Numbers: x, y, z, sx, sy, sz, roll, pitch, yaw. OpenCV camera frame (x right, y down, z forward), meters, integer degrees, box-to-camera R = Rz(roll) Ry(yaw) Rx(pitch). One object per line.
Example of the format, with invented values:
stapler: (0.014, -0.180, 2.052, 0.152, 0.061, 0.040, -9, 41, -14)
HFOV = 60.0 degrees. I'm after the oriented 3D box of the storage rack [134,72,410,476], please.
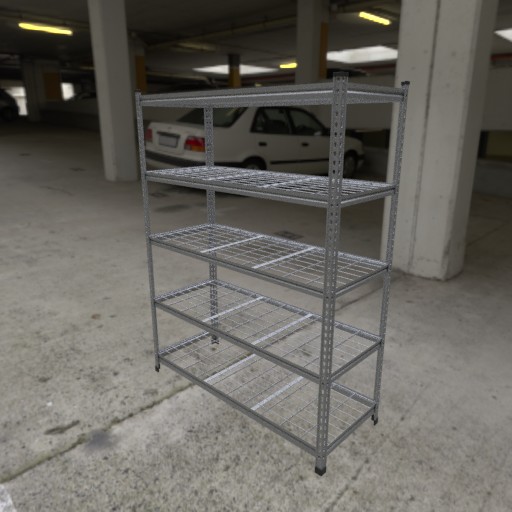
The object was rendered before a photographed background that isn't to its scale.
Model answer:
storage rack: (0.000, 0.000, 2.760, 1.524, 1.981, 0.610, 15, 23, 41)
